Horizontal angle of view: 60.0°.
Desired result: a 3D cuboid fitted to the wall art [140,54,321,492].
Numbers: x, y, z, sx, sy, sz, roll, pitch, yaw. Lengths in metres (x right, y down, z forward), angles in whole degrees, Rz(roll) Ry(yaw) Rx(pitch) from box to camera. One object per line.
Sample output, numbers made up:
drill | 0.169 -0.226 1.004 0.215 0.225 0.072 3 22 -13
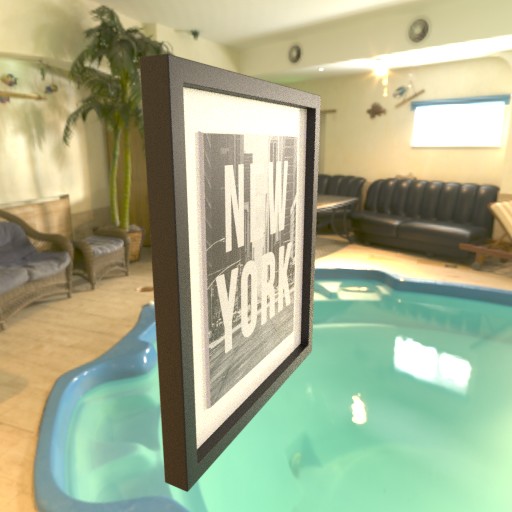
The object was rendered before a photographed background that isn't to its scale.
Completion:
wall art | 0.000 0.000 0.516 0.028 0.381 0.328 7 16 27
